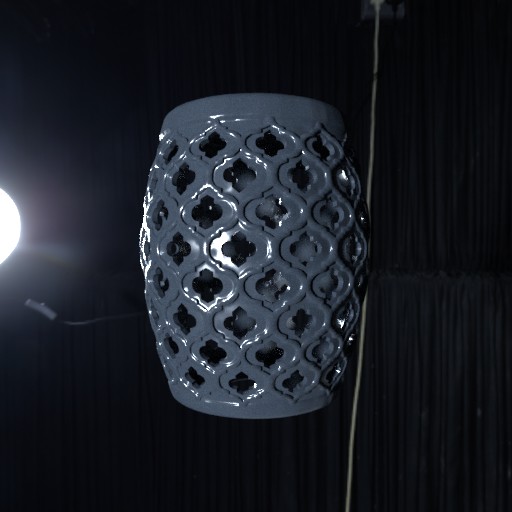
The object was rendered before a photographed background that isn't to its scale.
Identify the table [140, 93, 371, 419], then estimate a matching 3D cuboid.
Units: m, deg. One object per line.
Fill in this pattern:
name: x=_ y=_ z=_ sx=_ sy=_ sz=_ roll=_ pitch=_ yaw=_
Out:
table: x=0.000 y=0.000 z=0.646 sx=0.325 sy=0.388 sz=0.325 roll=0 pitch=1 yaw=0
